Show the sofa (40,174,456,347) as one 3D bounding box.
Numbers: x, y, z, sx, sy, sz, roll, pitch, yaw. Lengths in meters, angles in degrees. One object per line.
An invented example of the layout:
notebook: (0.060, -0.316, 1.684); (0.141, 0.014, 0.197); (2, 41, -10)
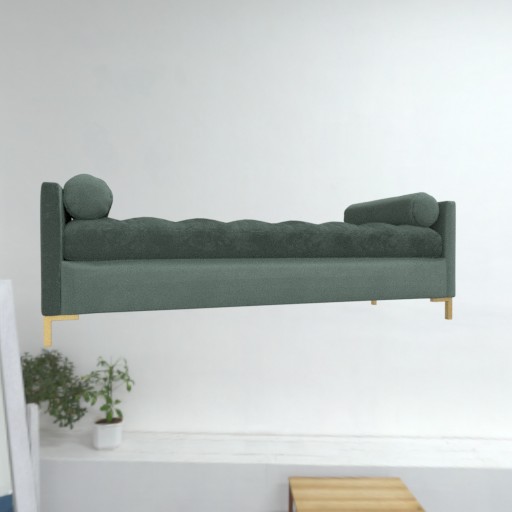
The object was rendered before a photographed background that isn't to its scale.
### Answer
sofa: (0.000, 0.000, 2.453); (2.102, 0.705, 0.796); (0, 1, -20)
